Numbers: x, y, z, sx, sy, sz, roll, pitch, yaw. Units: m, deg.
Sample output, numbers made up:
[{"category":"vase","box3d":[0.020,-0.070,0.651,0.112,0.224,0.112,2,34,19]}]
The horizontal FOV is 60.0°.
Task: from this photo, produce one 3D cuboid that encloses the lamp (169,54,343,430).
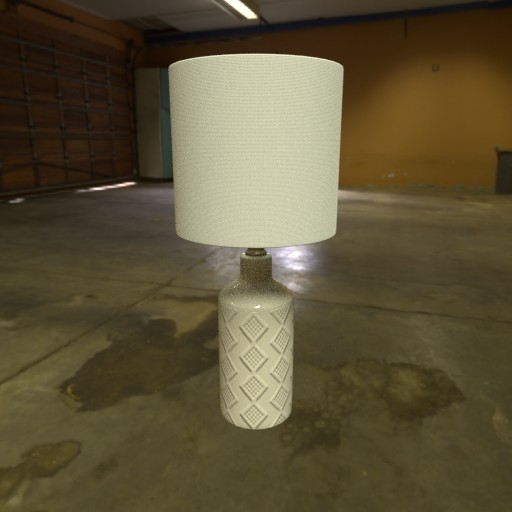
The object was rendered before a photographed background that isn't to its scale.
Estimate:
[{"category":"lamp","box3d":[0.000,0.000,0.590,0.207,0.461,0.207,-7,16,-26]}]
